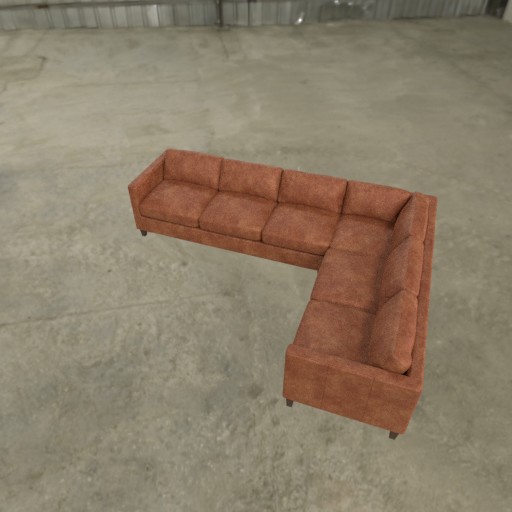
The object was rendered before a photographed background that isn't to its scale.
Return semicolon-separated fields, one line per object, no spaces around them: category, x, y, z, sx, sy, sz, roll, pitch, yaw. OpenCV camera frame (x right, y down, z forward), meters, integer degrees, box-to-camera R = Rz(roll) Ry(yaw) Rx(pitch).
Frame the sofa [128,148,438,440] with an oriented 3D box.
sofa;0.000;0.000;4.300;3.167;0.838;2.438;13;42;15
